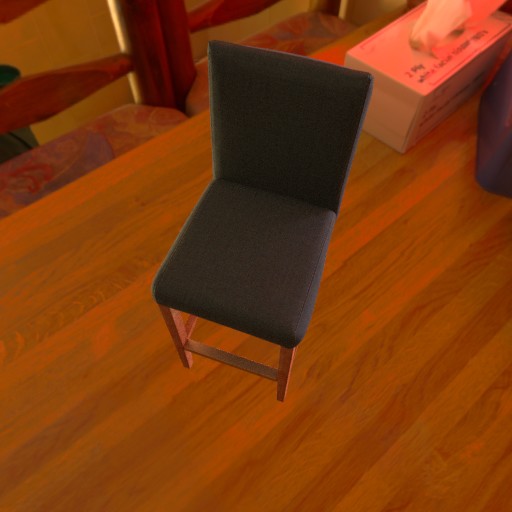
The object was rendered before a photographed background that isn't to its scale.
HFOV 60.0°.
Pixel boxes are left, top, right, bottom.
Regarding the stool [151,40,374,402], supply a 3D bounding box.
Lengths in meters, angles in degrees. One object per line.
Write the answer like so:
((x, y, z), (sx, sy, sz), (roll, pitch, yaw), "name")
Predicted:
((0.000, 0.000, 1.423), (0.454, 1.088, 0.574), (17, 59, 10), "stool")
